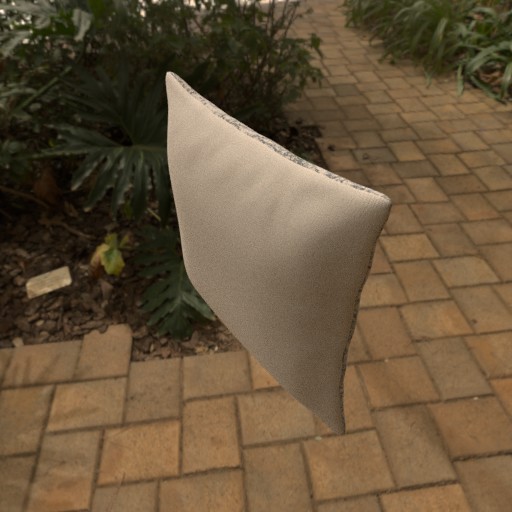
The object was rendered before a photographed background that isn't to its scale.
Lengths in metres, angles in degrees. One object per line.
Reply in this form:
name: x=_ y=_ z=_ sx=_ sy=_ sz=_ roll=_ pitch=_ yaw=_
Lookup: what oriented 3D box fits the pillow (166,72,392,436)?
pillow: x=0.000 y=0.000 z=0.797 sx=0.166 sy=0.510 sz=0.523 roll=-25 pitch=46 yaw=-27
